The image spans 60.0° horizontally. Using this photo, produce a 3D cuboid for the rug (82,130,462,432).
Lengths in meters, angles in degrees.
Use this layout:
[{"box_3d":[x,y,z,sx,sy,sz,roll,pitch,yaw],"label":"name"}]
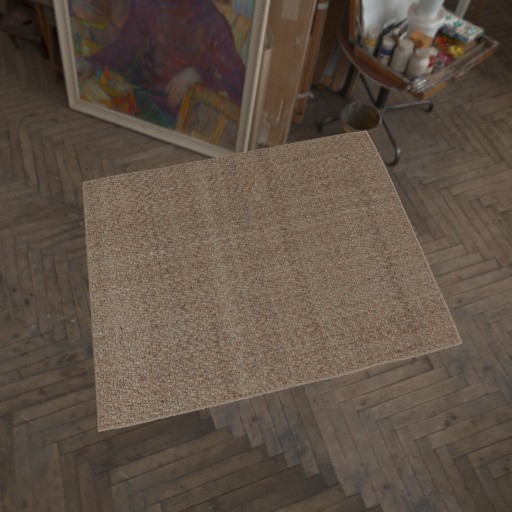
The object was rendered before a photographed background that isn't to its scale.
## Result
[{"box_3d":[0.000,0.000,4.083,3.048,0.013,2.439,-12,64,-6],"label":"rug"}]
